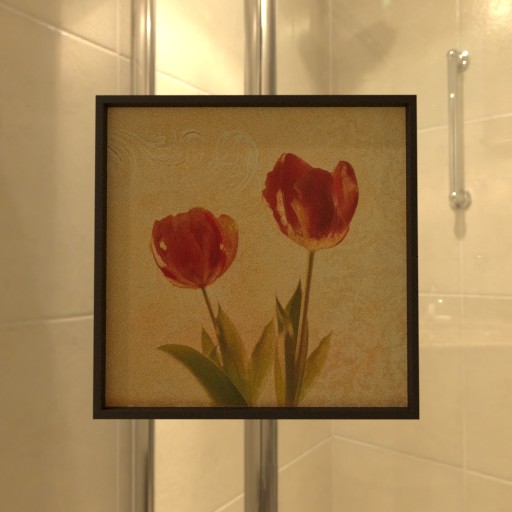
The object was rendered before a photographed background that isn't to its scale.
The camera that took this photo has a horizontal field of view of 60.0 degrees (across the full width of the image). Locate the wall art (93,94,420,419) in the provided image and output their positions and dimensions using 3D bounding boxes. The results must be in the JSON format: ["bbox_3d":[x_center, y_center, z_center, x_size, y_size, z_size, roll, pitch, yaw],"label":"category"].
[{"bbox_3d":[0.000,0.000,1.120,0.805,0.807,0.043,0,-1,0],"label":"wall art"}]
